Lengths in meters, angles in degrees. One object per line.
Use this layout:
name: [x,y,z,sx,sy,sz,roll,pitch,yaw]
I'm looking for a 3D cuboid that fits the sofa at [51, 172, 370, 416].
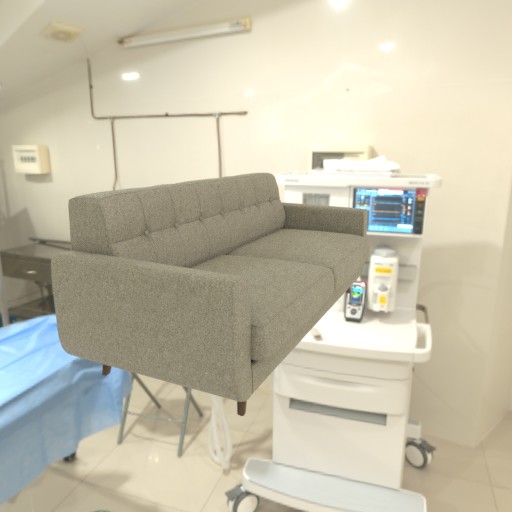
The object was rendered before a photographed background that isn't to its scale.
sofa: [0.000,0.000,2.608,0.968,0.873,2.055,7,16,25]
